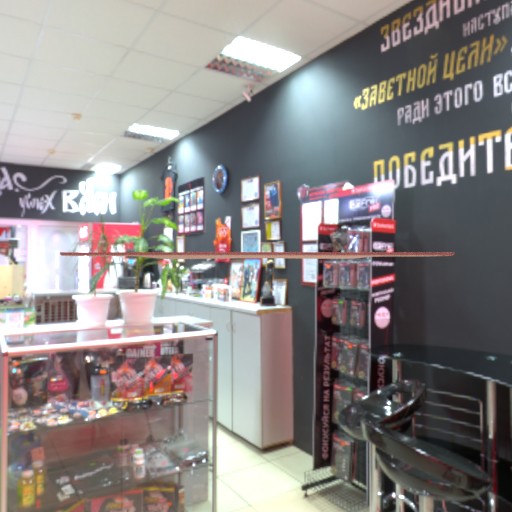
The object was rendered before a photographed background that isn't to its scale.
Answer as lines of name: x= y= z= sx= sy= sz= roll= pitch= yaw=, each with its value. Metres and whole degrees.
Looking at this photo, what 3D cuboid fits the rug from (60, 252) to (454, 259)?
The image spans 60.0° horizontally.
rug: x=0.000 y=0.000 z=4.309 sx=2.434 sy=0.045 sz=3.202 roll=0 pitch=-1 yaw=0
